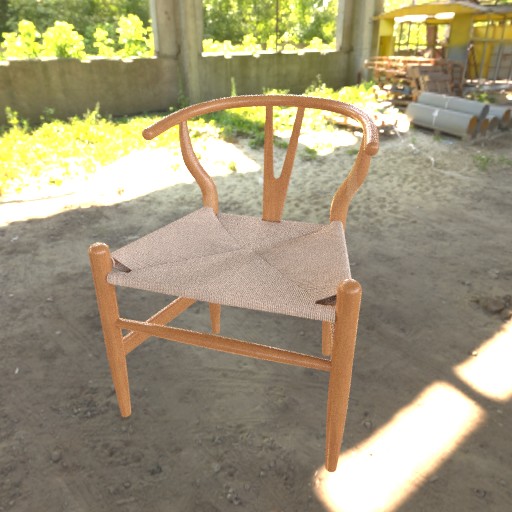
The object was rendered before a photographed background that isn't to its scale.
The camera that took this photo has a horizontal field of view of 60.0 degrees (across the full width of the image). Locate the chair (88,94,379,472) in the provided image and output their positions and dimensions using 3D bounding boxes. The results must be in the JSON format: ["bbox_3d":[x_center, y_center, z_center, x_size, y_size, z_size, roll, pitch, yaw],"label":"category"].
[{"bbox_3d":[0.000,0.000,1.137,0.569,0.730,0.579,8,27,16],"label":"chair"}]
